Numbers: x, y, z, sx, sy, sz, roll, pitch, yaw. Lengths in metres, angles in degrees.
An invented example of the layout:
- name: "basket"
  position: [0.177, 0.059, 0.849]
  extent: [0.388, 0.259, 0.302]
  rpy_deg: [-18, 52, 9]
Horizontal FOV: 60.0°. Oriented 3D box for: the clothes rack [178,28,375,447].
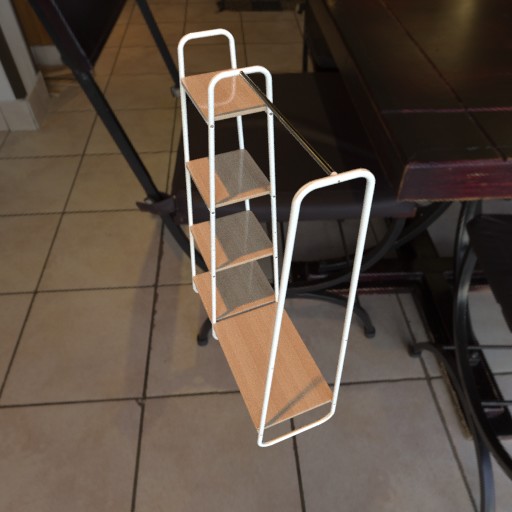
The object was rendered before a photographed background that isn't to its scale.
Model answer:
- name: "clothes rack"
  position: [0.000, 0.000, 1.898]
  extent: [0.400, 1.500, 1.011]
  rpy_deg: [-17, 49, -15]
